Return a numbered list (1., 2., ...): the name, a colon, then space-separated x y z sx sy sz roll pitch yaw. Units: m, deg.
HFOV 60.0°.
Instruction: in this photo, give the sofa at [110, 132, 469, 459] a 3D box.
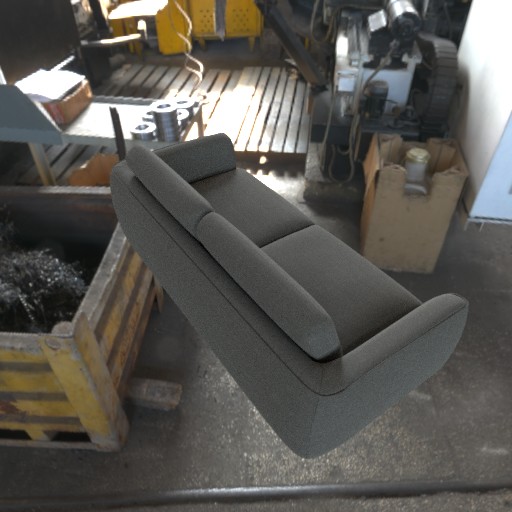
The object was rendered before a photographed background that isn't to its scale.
1. sofa: 0.000 0.000 2.399 0.920 0.850 2.000 -25 47 -26
